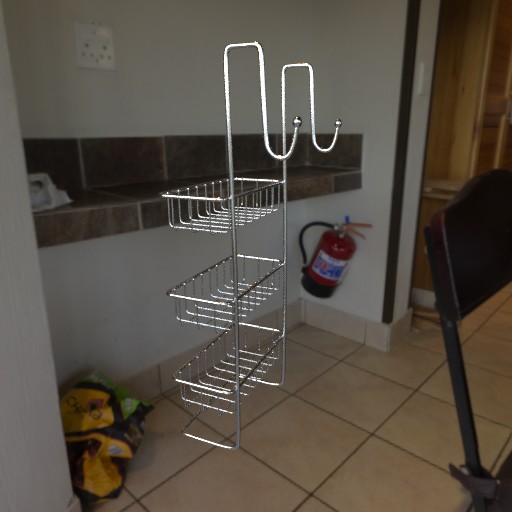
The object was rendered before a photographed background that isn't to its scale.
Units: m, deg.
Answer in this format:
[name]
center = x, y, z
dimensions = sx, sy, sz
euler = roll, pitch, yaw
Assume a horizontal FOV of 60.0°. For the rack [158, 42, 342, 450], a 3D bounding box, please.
[rack]
center = 0.000, 0.000, 0.690
dimensions = 0.202, 0.574, 0.228
euler = 7, 18, 23
